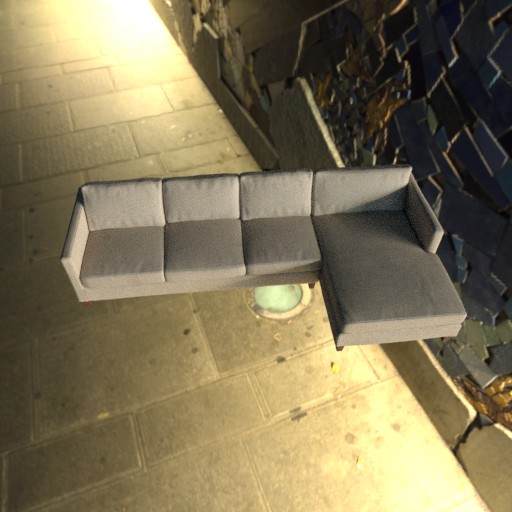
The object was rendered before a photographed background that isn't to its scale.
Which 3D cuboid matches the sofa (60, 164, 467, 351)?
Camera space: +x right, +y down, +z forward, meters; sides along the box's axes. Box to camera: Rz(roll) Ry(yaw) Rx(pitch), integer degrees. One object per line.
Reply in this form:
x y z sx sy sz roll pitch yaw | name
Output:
0.000 0.000 3.882 3.186 0.846 1.625 -4 47 -4 | sofa
